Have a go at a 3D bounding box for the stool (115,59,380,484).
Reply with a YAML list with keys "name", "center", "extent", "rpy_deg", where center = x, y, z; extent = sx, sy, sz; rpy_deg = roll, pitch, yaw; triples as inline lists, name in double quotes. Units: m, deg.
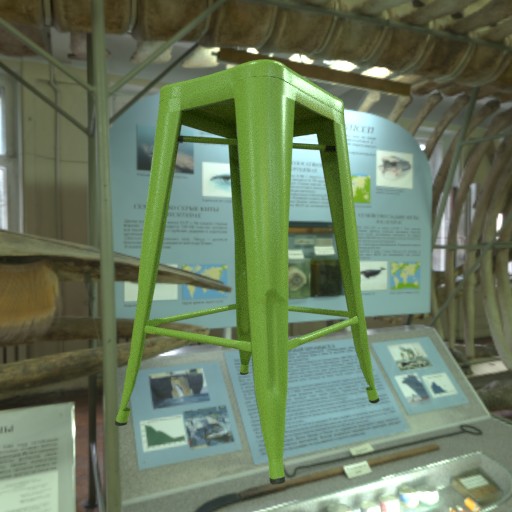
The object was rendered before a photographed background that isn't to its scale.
- name: "stool"
  center: [0.000, 0.000, 0.851]
  extent: [0.358, 0.609, 0.398]
  rpy_deg: [1, 3, 35]
